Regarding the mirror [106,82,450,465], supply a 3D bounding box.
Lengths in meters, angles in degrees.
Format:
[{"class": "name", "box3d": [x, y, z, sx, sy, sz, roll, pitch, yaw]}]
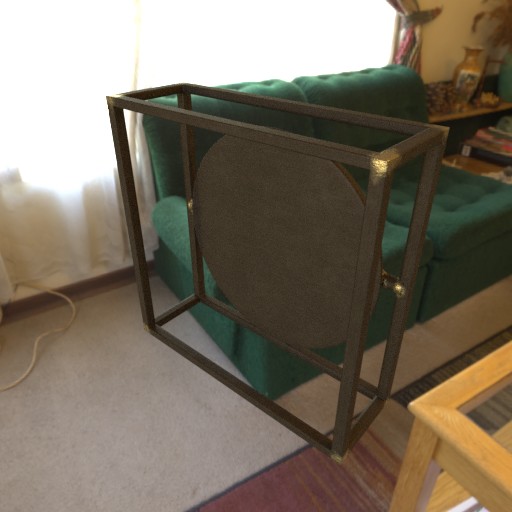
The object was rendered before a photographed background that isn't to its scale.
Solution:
[{"class": "mirror", "box3d": [0.000, 0.000, 0.471, 0.306, 0.303, 0.107, 24, 38, 34]}]
